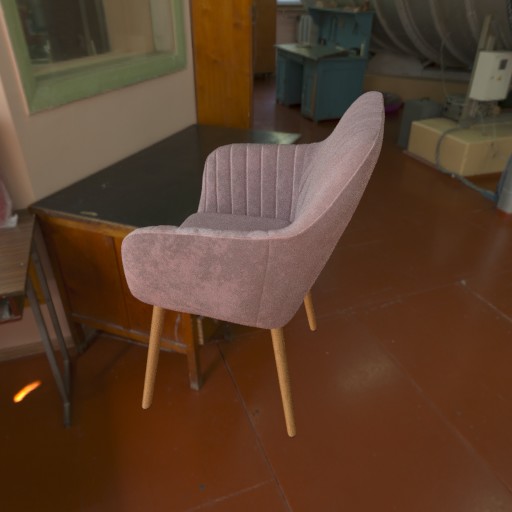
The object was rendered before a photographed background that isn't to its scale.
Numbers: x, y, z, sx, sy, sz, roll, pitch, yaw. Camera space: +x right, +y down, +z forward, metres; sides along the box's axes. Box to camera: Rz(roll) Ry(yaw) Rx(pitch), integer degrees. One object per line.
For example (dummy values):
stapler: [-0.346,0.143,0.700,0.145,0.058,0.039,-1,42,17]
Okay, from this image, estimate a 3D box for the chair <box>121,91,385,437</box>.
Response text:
chair: [0.000,0.000,1.214,0.570,0.832,0.610,7,32,12]
